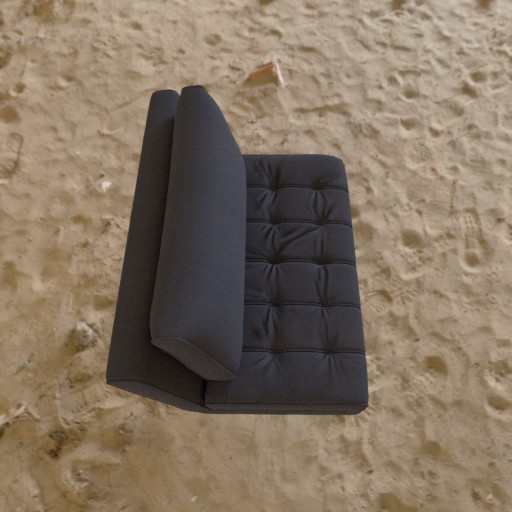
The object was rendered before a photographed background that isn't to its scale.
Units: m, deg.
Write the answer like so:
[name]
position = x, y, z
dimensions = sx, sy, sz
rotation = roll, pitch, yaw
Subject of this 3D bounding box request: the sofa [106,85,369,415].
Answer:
[sofa]
position = 0.000, 0.000, 1.891
dimensions = 0.910, 0.910, 1.220
rotation = 0, 63, 0
